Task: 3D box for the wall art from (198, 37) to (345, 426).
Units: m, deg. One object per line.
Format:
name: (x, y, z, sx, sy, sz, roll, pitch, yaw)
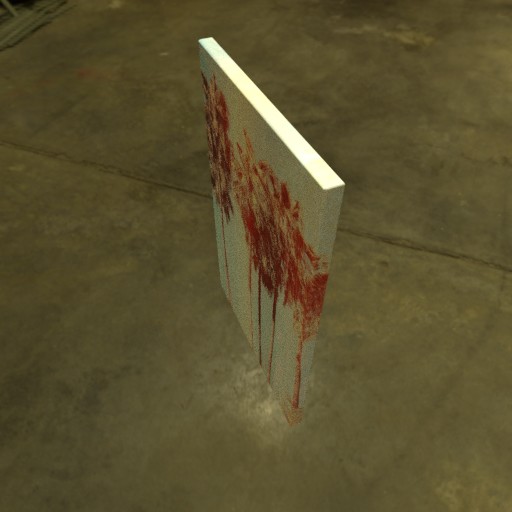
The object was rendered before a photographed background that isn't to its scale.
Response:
wall art: (0.000, 0.000, 1.194, 0.037, 0.915, 0.605, -18, 50, -16)
